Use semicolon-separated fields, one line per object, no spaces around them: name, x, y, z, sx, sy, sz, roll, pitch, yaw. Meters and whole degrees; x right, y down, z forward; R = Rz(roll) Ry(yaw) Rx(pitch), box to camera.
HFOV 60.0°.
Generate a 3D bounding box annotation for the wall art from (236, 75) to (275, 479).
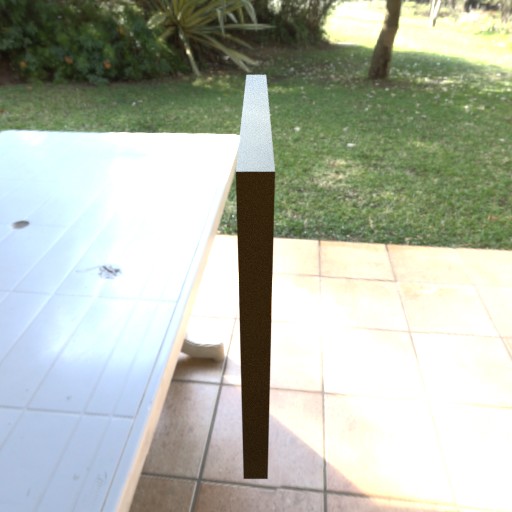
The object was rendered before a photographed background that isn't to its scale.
wall art;0.000;0.000;0.776;0.038;0.508;0.507;0;32;0
